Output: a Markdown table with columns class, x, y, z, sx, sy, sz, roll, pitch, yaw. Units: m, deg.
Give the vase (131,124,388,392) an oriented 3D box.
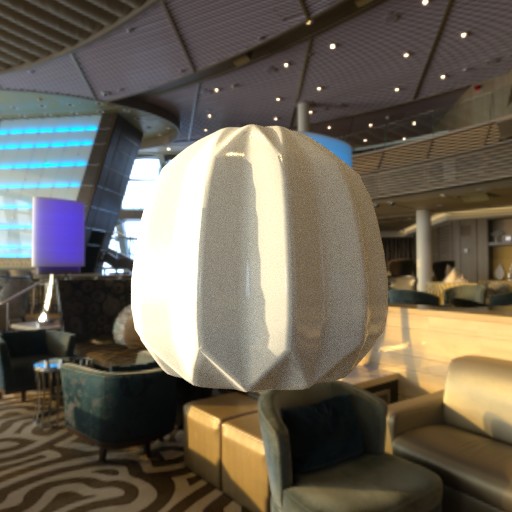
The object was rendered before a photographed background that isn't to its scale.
| class | x | y | z | sx | sy | sz | roll | pitch | yaw |
| --- | --- | --- | --- | --- | --- | --- | --- | --- | --- |
| vase | 0.000 | 0.000 | 0.249 | 0.139 | 0.134 | 0.139 | 0 | -2 | 0 |
